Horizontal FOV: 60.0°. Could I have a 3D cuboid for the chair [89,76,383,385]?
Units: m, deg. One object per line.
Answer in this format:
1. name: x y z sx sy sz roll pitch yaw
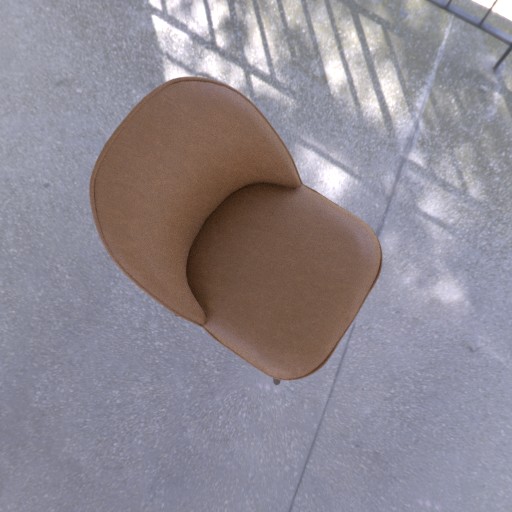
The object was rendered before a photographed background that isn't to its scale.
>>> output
1. chair: 0.000 0.000 1.230 0.631 0.831 0.521 33 78 8
